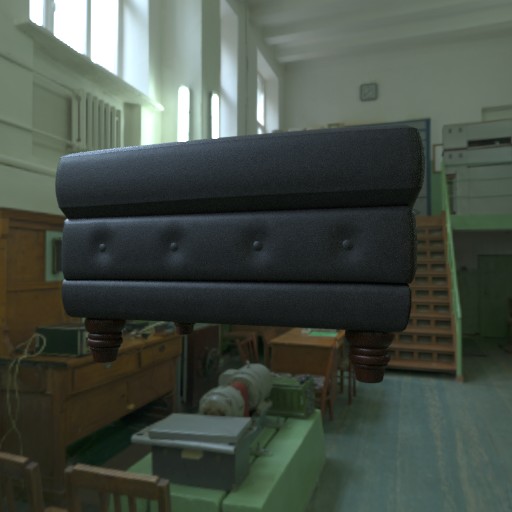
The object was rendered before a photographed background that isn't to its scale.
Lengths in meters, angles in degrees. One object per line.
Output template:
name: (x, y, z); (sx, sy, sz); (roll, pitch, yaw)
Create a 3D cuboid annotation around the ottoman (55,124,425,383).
ottoman: (0.000, 0.000, 1.162); (0.795, 0.498, 0.590); (0, -1, 17)
